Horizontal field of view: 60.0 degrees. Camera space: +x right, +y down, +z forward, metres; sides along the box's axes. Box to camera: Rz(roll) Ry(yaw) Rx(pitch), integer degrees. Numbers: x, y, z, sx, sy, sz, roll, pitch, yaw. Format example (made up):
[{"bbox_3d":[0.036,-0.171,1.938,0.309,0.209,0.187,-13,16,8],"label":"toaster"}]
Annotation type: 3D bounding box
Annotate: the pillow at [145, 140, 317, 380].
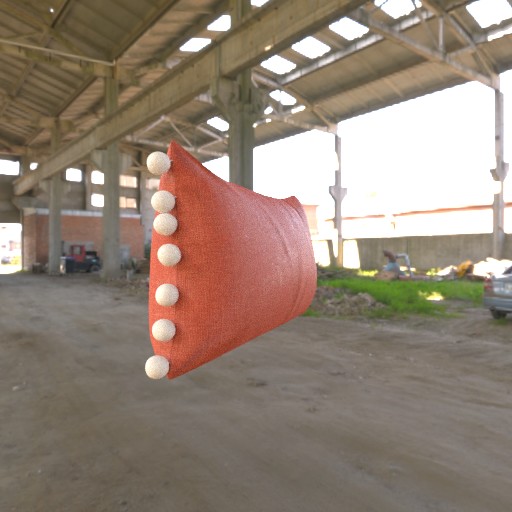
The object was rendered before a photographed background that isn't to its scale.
[{"bbox_3d":[0.000,0.000,0.864,0.201,0.322,0.709,0,0,19],"label":"pillow"}]
